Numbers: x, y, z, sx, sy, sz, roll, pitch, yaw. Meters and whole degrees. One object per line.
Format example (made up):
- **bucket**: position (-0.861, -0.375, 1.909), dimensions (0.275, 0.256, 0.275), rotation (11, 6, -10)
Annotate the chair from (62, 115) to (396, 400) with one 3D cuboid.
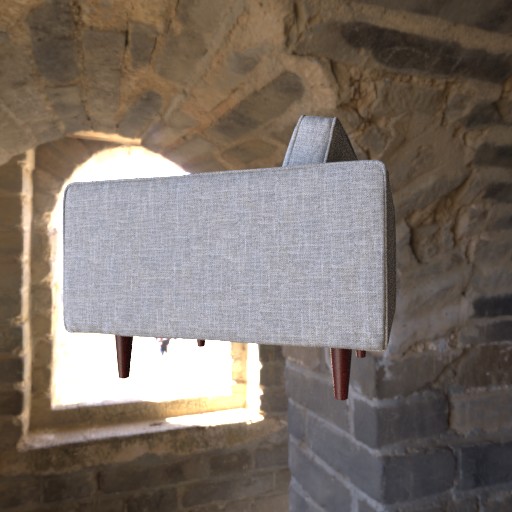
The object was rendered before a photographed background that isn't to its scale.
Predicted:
- **chair**: position (0.000, 0.000, 1.538), dimensions (0.914, 0.765, 0.889), rotation (0, -1, 19)
